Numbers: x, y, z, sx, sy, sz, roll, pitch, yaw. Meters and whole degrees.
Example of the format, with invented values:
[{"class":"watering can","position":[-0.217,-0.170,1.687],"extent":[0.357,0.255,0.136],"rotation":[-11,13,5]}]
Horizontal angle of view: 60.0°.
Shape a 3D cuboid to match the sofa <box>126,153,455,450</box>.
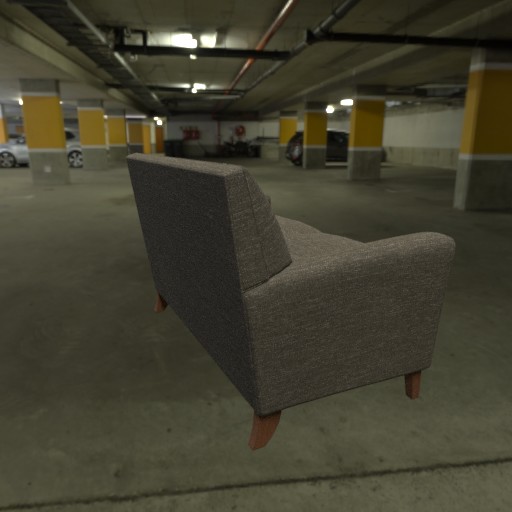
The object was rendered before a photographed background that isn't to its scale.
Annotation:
[{"class":"sofa","position":[0.000,0.000,2.049],"extent":[0.867,0.905,1.509],"rotation":[-7,16,-25]}]
